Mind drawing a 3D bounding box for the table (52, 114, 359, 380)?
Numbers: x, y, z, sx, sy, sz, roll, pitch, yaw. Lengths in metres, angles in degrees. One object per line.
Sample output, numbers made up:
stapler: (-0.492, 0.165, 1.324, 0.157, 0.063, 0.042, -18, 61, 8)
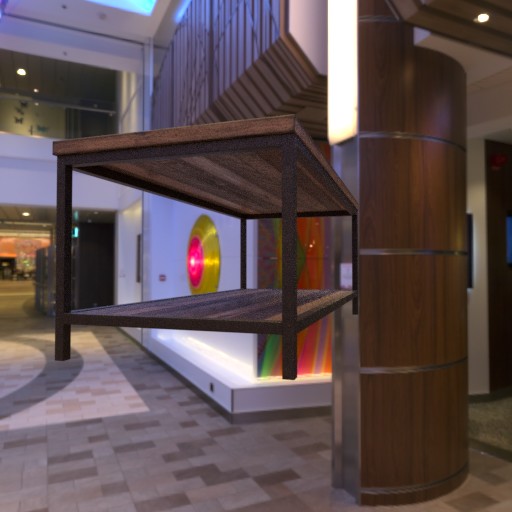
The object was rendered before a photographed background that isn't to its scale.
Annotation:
table: (0.000, 0.000, 1.201, 0.452, 0.399, 0.990, 0, -2, 18)
